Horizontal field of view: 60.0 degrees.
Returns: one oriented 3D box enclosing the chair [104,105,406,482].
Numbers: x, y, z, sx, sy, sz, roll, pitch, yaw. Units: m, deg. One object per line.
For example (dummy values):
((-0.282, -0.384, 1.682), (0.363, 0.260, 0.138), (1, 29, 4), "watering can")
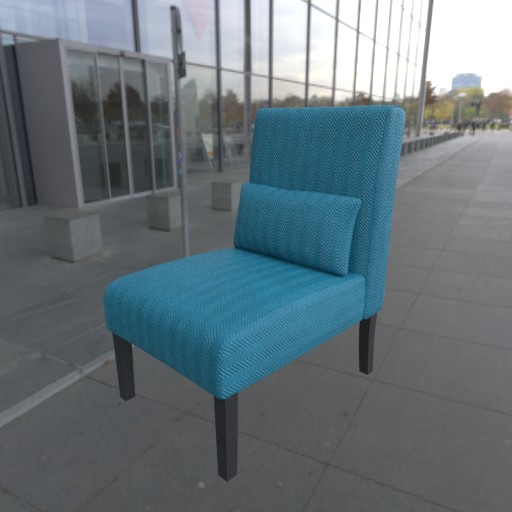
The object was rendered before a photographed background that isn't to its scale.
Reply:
((0.000, 0.000, 1.430), (0.579, 0.927, 0.808), (16, 23, 42), "chair")
